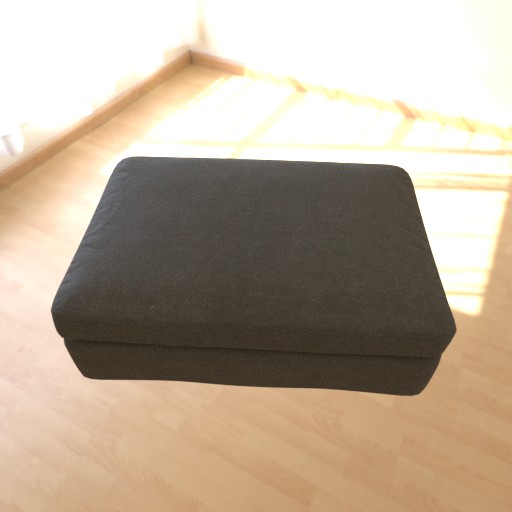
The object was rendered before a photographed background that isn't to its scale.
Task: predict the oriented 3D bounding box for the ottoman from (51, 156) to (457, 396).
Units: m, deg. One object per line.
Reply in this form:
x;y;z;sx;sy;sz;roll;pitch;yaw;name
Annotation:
0.000;0.000;1.618;1.199;0.429;0.840;2;47;2;ottoman
